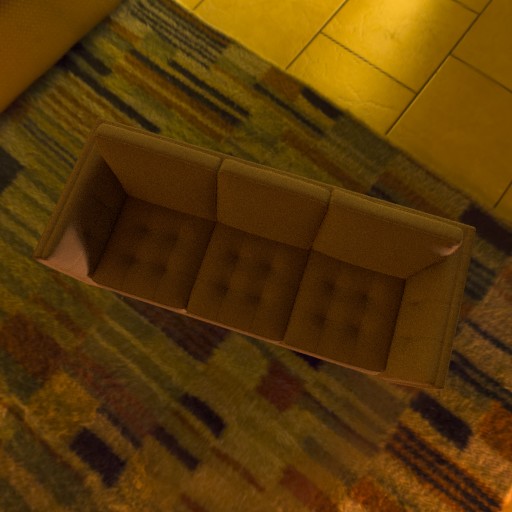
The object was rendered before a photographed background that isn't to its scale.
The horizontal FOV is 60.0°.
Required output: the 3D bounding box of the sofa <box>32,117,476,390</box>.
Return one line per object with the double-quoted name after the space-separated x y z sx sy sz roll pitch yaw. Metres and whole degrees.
0.000 0.000 2.832 2.388 0.940 0.965 17 76 4 "sofa"
